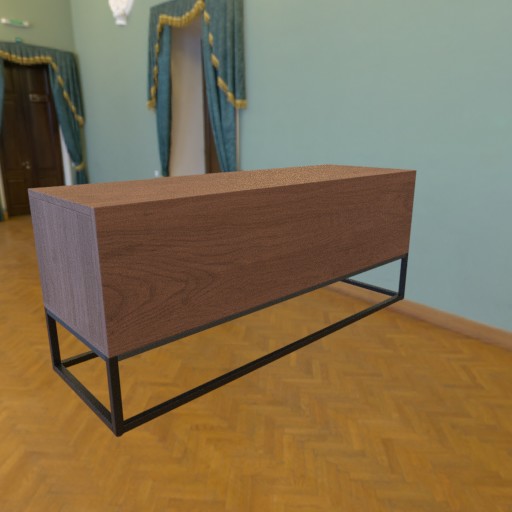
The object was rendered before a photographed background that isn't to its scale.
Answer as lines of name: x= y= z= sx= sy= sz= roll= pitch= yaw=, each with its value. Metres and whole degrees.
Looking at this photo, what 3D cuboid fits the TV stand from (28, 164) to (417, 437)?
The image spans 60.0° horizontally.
TV stand: x=0.000 y=0.000 z=1.421 sx=1.200 sy=0.500 sz=0.415 roll=-14 pitch=21 yaw=-41
